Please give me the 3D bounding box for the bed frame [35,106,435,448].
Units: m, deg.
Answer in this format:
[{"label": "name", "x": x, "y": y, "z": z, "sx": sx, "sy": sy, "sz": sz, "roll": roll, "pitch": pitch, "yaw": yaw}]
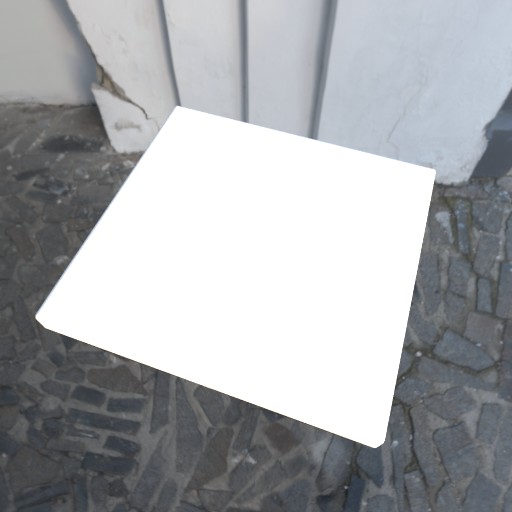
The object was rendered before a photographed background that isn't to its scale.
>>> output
[{"label": "bed frame", "x": 0.000, "y": 0.000, "z": 3.060, "sx": 2.033, "sy": 0.525, "sz": 1.935, "roll": 17, "pitch": 60, "yaw": 10}]
